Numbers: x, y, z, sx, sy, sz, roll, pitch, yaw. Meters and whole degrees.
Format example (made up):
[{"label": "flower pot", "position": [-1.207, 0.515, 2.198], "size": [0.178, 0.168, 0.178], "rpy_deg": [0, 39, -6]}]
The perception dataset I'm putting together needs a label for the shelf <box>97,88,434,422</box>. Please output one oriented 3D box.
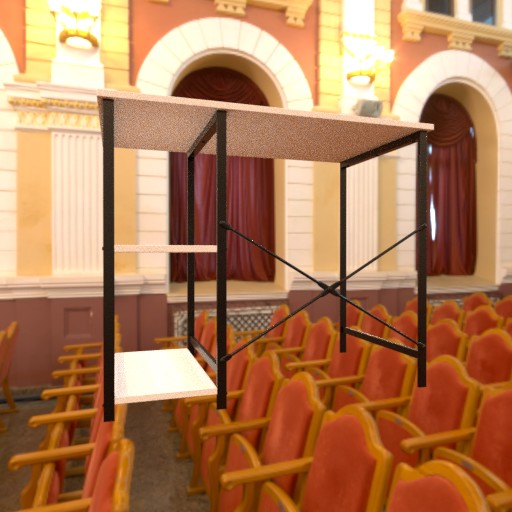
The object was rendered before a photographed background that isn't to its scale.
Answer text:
[{"label": "shelf", "position": [0.000, 0.000, 1.361], "size": [0.902, 0.750, 0.498], "rpy_deg": [0, 0, -18]}]
